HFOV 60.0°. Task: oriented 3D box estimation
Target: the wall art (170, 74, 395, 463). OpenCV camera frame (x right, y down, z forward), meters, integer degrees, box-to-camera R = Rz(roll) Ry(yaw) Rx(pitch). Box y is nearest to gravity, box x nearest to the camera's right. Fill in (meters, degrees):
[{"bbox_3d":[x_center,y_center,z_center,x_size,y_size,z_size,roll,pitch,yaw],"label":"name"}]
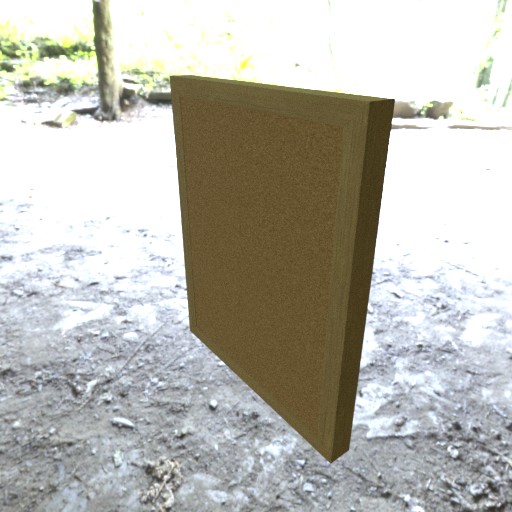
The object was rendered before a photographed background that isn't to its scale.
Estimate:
[{"bbox_3d":[0.000,0.000,0.524,0.030,0.380,0.312,-19,32,-33],"label":"wall art"}]
